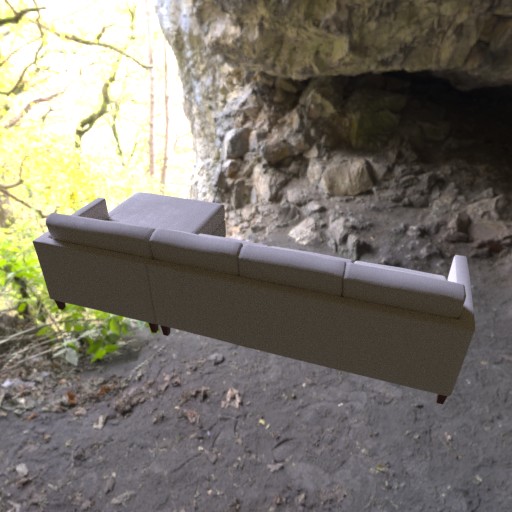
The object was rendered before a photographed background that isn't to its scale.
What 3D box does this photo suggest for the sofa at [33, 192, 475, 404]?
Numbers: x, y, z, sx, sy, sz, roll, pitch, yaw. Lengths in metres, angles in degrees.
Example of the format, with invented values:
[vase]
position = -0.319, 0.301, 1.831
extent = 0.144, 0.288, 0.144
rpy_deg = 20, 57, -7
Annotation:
[sofa]
position = 0.000, 0.000, 4.014
extent = 3.471, 0.954, 1.599
rpy_deg = 10, 34, 16
